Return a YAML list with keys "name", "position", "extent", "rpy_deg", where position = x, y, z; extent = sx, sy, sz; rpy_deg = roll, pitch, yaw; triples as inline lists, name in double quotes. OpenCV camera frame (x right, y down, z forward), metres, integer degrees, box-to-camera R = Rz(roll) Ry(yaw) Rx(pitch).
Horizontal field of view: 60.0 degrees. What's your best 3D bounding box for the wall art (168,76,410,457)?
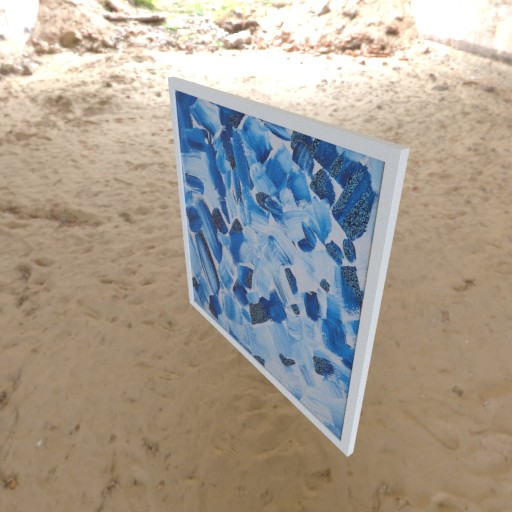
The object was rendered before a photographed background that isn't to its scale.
- name: "wall art"
  position: [0.000, 0.000, 0.683]
  extent: [0.012, 0.457, 0.457]
  rpy_deg: [-22, 38, -31]
